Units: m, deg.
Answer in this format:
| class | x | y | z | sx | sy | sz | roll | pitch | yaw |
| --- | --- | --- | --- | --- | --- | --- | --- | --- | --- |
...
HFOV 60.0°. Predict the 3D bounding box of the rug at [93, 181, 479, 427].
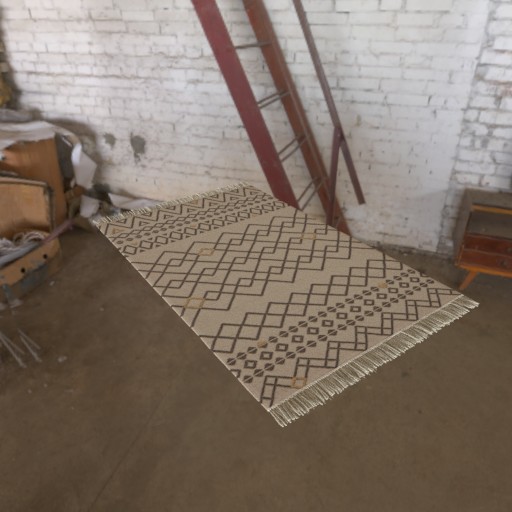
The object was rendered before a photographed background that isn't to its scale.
| class | x | y | z | sx | sy | sz | roll | pitch | yaw |
| --- | --- | --- | --- | --- | --- | --- | --- | --- | --- |
| rug | 0.000 | 0.000 | 2.532 | 1.224 | 0.028 | 2.023 | -20 | 36 | -30 |
